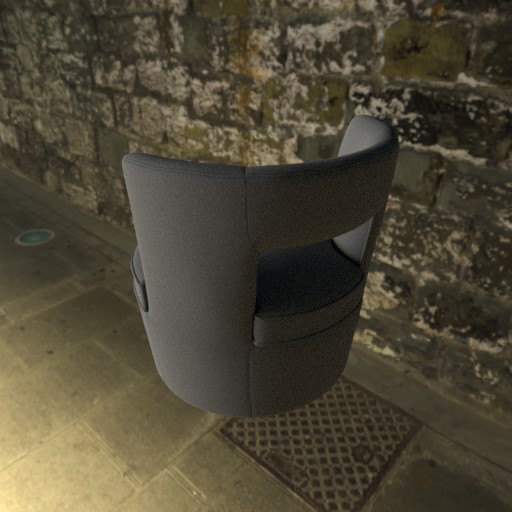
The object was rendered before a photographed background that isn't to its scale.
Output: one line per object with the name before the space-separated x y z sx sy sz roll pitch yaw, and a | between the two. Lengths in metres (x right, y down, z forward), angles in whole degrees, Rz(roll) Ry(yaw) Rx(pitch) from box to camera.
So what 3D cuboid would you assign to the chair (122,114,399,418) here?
chair | 0.000 0.000 1.248 0.689 0.719 0.660 -18 34 -29
